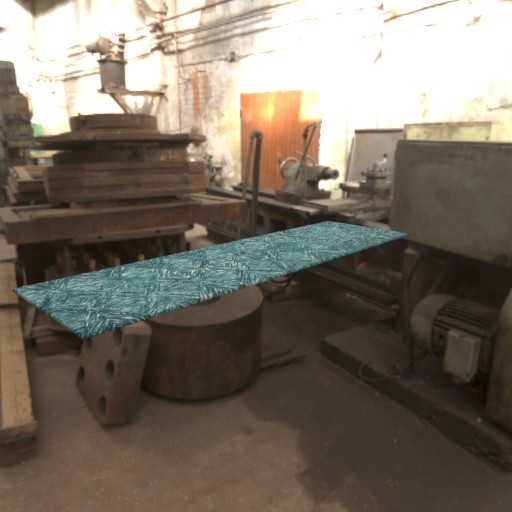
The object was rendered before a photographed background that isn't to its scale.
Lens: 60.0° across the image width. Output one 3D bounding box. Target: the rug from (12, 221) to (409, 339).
[{"bbox_3d":[0.000,0.000,2.452,0.676,0.016,2.286,14,20,43],"label":"rug"}]
